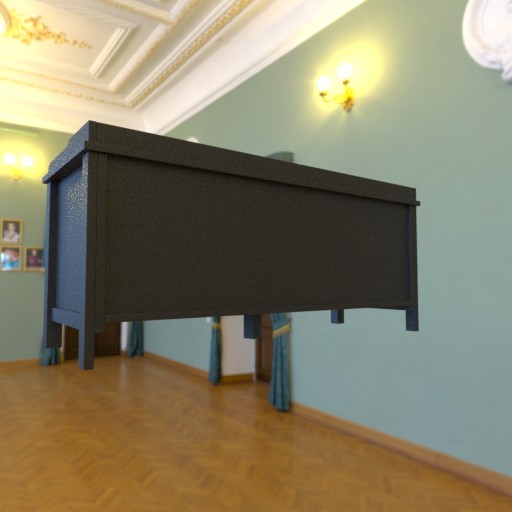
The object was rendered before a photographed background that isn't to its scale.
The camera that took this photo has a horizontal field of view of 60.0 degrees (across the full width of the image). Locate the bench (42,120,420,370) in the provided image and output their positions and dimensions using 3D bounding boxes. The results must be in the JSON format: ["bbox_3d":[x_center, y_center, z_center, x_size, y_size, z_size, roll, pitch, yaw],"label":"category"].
[{"bbox_3d":[0.000,0.000,1.364,1.140,0.501,0.398,2,-4,-37],"label":"bench"}]
